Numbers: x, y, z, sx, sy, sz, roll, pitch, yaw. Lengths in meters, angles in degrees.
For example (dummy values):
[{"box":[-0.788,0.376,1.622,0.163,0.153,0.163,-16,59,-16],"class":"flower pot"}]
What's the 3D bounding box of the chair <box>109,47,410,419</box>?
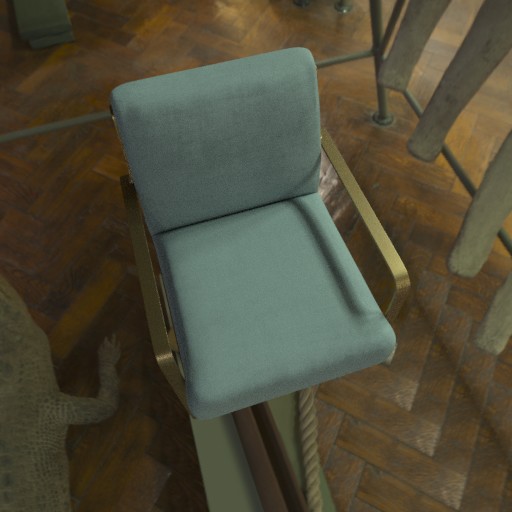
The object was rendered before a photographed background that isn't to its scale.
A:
[{"box":[0.000,0.000,1.426,0.701,0.824,0.842,-16,63,-8],"class":"chair"}]
